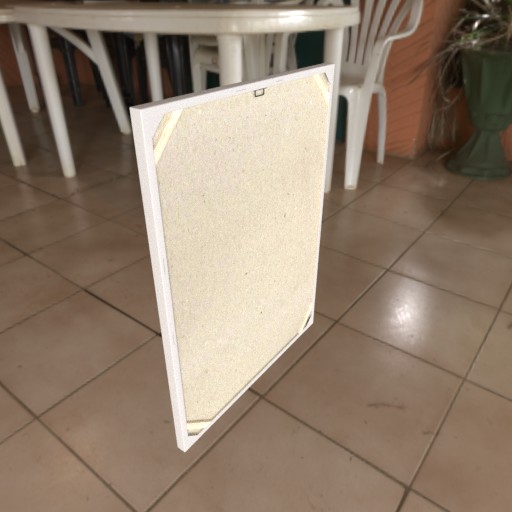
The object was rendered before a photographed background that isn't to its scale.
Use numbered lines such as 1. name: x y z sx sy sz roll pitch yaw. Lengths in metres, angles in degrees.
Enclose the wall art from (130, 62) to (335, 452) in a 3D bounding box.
1. wall art: 0.000 0.000 1.623 0.038 1.212 0.914 21 37 31
